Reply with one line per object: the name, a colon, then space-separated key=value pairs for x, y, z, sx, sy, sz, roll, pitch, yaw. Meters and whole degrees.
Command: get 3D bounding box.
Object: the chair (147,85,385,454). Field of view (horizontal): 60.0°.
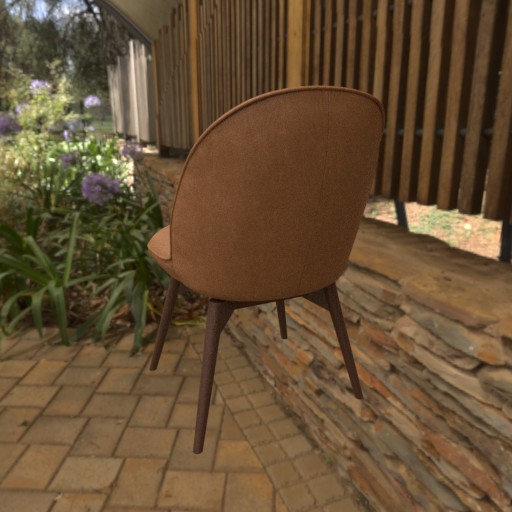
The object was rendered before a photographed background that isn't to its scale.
chair: x=0.000 y=0.000 z=1.224 sx=0.521 sy=0.831 sz=0.631 roll=-8 pitch=18 yaw=-26
